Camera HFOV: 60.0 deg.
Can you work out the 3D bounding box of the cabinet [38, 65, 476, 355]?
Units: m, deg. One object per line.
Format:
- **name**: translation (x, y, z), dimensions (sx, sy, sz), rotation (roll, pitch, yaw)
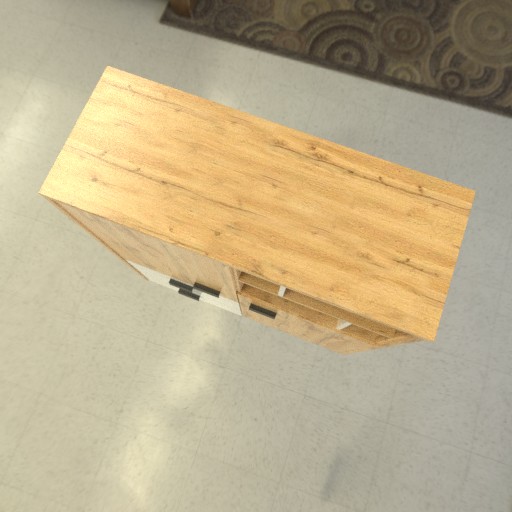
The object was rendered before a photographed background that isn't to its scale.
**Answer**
- **cabinet**: translation (0.000, 0.000, 1.942), dimensions (1.168, 1.397, 0.473), rotation (20, 76, 5)
